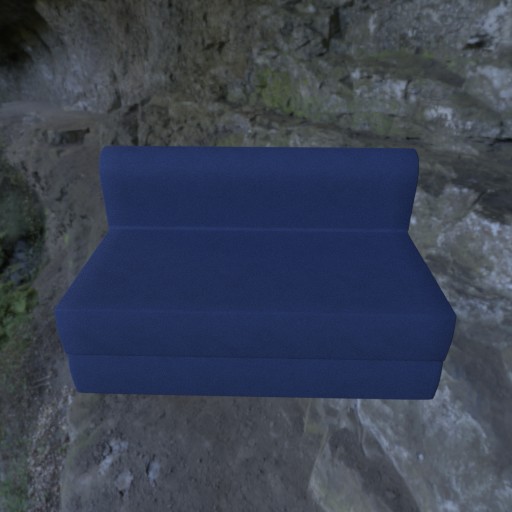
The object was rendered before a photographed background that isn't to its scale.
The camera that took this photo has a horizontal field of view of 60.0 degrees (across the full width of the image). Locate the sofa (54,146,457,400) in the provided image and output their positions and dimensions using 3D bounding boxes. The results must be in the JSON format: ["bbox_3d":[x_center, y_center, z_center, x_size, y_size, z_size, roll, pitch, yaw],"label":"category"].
[{"bbox_3d":[0.000,0.000,1.645,1.219,0.660,0.762,1,30,1],"label":"sofa"}]
